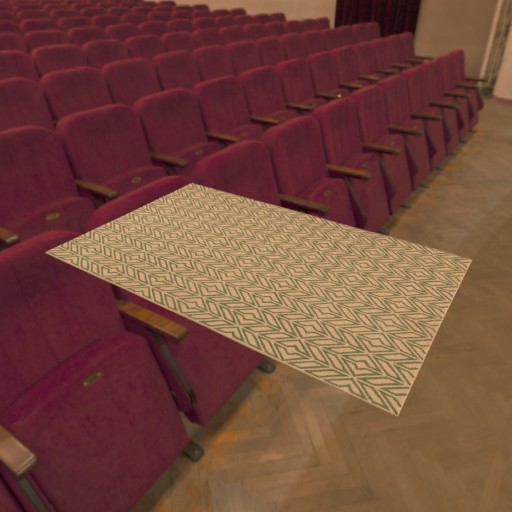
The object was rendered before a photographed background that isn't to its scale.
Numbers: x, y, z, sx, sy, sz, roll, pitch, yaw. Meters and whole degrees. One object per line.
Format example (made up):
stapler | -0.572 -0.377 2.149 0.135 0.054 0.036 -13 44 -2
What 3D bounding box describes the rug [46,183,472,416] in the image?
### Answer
rug | 0.000 0.000 2.975 2.435 0.011 1.517 19 36 28
